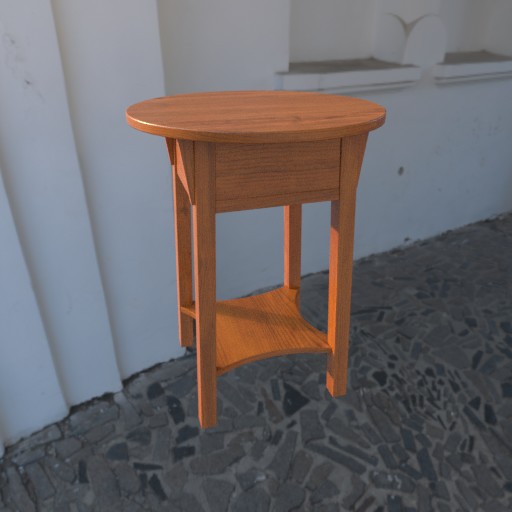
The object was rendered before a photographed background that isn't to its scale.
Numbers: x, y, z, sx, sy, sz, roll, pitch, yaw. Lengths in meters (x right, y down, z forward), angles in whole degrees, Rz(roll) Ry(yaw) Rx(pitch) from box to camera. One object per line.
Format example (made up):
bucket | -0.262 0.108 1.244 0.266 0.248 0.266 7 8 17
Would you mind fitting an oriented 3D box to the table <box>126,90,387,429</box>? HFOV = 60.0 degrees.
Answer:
table | 0.000 0.000 0.940 0.457 0.610 0.457 0 27 0
